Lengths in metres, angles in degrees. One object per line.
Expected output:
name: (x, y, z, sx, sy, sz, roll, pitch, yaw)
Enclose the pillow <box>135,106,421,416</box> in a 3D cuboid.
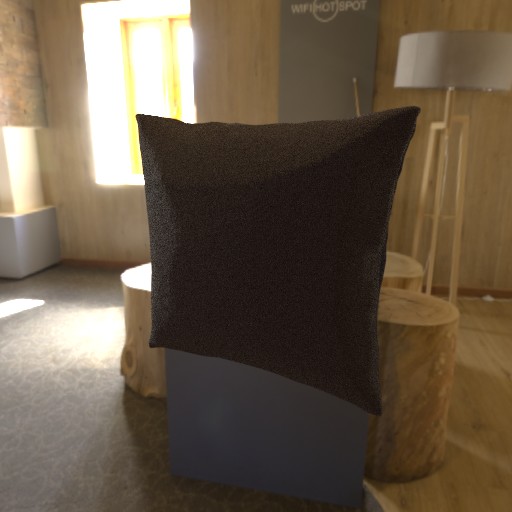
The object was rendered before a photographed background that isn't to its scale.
pillow: (0.000, 0.000, 0.699, 0.452, 0.439, 0.204, 8, 18, 26)
